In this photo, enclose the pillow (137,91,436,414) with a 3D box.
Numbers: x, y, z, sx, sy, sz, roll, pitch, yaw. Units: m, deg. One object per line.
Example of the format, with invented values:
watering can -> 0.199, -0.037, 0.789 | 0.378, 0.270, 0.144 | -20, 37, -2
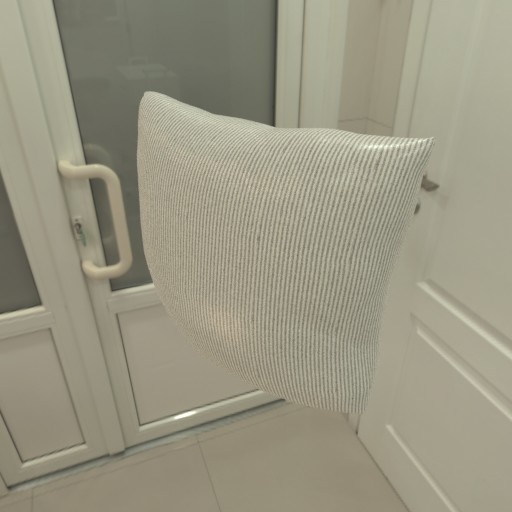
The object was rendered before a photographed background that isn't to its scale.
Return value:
pillow -> 0.000, 0.000, 0.679 | 0.310, 0.432, 0.387 | -11, 33, -18
